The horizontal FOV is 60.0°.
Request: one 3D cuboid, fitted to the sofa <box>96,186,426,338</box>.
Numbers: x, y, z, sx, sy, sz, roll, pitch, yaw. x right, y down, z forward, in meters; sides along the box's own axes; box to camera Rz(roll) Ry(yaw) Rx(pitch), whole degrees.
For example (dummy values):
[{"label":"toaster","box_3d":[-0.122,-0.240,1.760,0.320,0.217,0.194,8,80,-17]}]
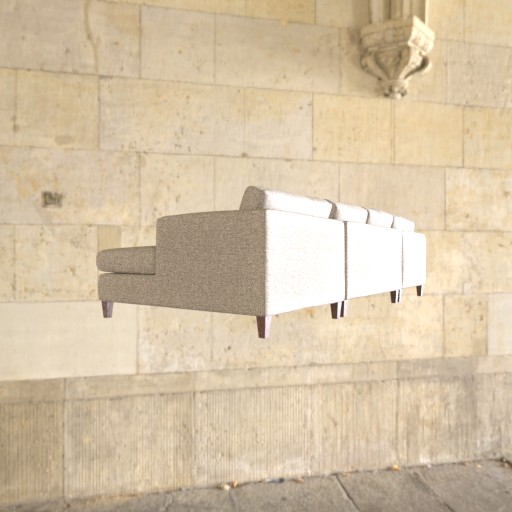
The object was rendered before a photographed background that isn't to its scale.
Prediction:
[{"label":"sofa","box_3d":[0.000,0.000,4.646,2.593,0.959,3.460,0,0,35]}]
